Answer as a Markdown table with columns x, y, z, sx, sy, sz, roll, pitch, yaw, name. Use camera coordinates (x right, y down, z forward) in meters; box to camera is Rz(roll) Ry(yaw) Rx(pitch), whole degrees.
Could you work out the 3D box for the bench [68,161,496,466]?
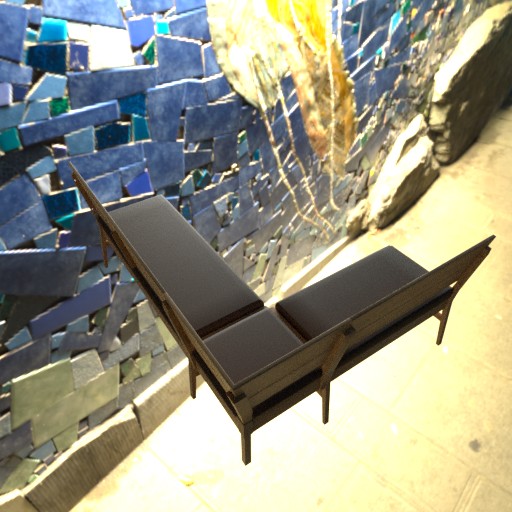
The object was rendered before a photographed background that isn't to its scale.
| x | y | z | sx | sy | sz | roll | pitch | yaw | name |
| --- | --- | --- | --- | --- | --- | --- | --- | --- | --- |
| 0.000 | 0.000 | 2.763 | 1.549 | 0.890 | 1.975 | -25 | 47 | -26 | bench |
